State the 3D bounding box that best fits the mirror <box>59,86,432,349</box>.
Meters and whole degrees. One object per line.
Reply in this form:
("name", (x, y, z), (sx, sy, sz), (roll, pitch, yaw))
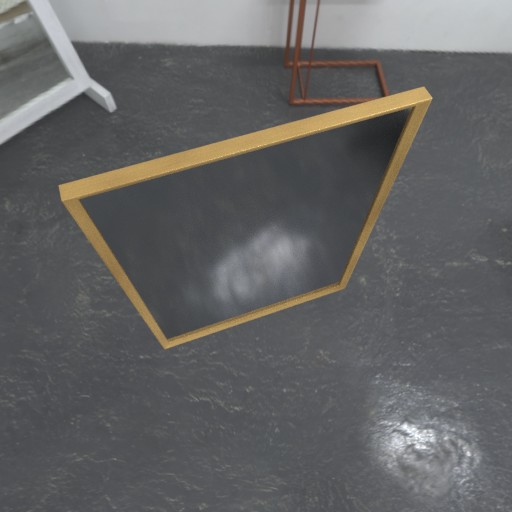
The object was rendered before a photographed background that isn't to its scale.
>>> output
("mirror", (0.000, 0.000, 1.321), (0.762, 1.016, 0.041), (-18, 64, -9))
